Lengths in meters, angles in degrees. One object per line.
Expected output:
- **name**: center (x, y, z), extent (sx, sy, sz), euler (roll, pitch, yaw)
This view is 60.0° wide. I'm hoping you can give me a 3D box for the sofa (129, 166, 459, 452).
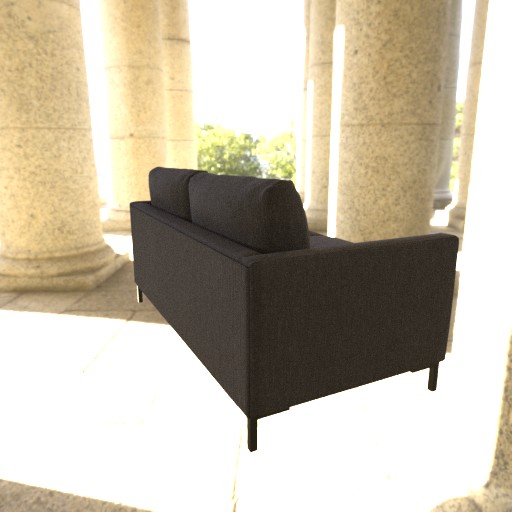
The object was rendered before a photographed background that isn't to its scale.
- **sofa**: center (0.000, 0.000, 2.177), extent (0.875, 0.840, 1.682), euler (-7, 15, -26)
